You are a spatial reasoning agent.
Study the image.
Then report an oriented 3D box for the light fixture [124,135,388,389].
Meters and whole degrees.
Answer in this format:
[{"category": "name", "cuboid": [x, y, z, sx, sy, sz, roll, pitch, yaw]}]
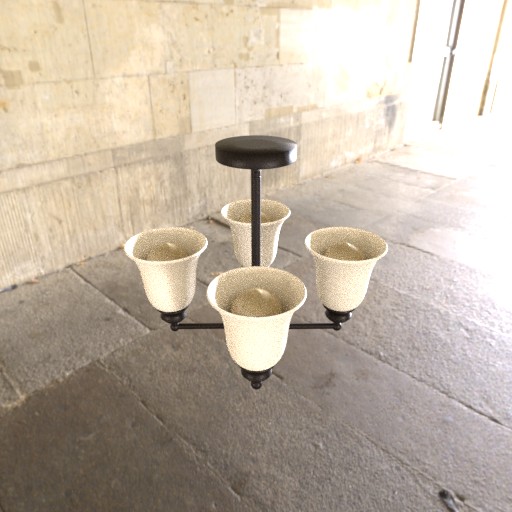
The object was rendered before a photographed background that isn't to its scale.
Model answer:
[{"category": "light fixture", "cuboid": [0.000, 0.000, 1.840, 1.069, 0.925, 1.069, 0, 27, 0]}]
